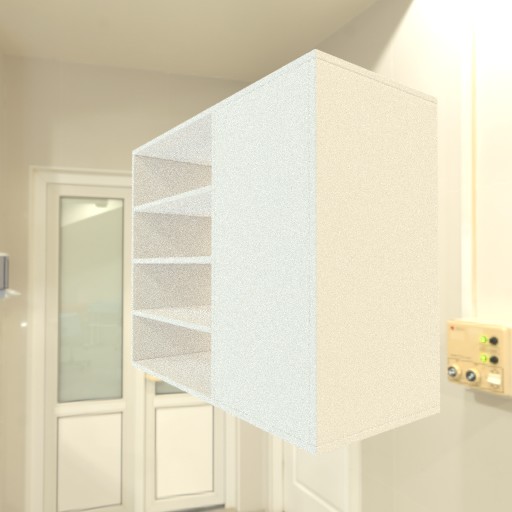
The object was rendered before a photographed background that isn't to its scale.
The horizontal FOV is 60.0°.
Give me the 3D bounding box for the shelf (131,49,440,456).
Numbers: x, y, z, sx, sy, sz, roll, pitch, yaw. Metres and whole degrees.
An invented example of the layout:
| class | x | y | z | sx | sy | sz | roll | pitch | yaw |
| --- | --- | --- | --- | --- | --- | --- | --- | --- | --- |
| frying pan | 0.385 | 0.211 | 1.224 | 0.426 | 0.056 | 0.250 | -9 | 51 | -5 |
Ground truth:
| class | x | y | z | sx | sy | sz | roll | pitch | yaw |
| --- | --- | --- | --- | --- | --- | --- | --- | --- | --- |
| shelf | 0.000 | 0.000 | 1.271 | 0.396 | 0.732 | 0.895 | 1 | -2 | -36 |
